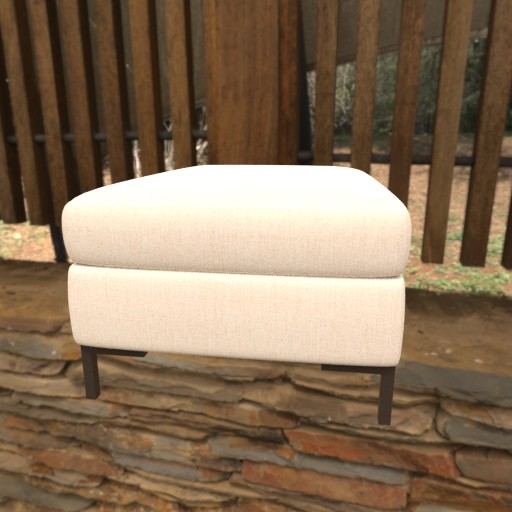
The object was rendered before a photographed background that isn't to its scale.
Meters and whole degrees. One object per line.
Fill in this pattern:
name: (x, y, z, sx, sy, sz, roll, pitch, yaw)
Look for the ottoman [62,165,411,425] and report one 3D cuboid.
ottoman: (0.000, 0.000, 1.184, 0.657, 0.453, 0.794, 2, 15, 8)
